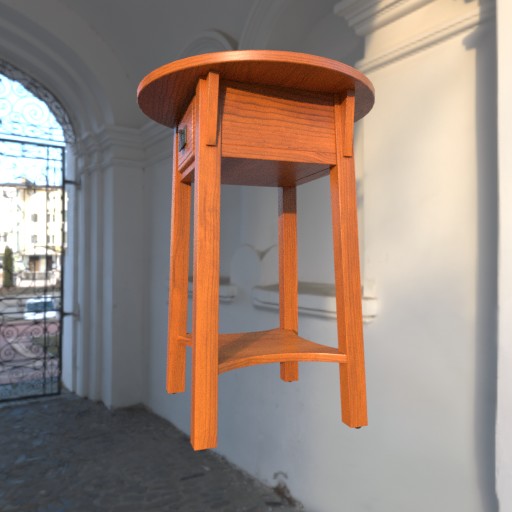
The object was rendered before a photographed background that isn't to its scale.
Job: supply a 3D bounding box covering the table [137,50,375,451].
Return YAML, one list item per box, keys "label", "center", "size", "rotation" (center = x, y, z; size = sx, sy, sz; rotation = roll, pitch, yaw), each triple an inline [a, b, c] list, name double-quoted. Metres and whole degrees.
- label: "table"
  center: [0.000, 0.000, 0.882]
  size: [0.457, 0.610, 0.457]
  rotation: [0, 0, 0]
